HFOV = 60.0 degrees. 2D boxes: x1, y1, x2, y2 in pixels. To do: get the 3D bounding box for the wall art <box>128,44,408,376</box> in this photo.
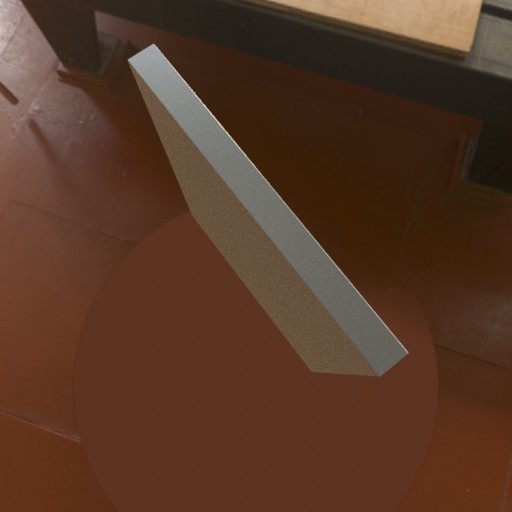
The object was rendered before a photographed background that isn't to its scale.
[{"bbox_3d":[0.000,0.000,0.747,0.038,0.549,0.452,-36,79,-9],"label":"wall art"}]
